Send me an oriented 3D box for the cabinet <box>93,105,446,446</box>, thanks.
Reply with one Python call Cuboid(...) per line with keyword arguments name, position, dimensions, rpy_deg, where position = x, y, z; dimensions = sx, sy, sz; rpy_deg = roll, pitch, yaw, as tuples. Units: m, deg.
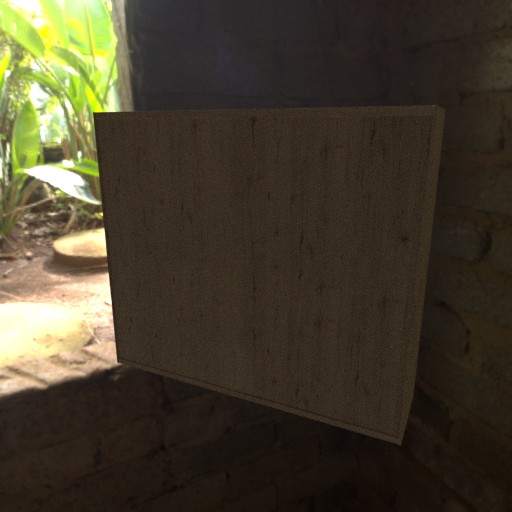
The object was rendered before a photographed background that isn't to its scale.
Cuboid(name="cabinet", position=(0.000, 0.000, 3.504), dimensions=(2.500, 2.180, 0.660), rpy_deg=(8, 18, 25))
